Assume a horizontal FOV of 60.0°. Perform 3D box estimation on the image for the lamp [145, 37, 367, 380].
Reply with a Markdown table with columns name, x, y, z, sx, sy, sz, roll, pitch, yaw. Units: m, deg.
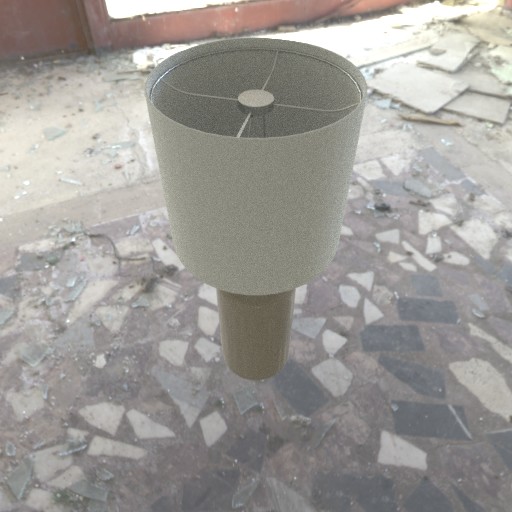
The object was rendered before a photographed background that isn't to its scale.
| name | x | y | z | sx | sy | sz | roll | pitch | yaw |
| --- | --- | --- | --- | --- | --- | --- | --- | --- | --- |
| lamp | 0.000 | 0.000 | 0.605 | 0.212 | 0.493 | 0.212 | 10 | 47 | 10 |
